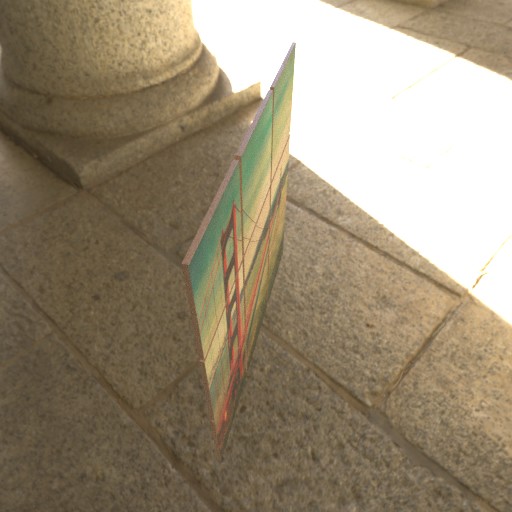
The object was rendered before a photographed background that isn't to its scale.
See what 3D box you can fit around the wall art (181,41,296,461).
[{"bbox_3d":[0.000,0.000,1.782,0.016,1.207,1.217,11,48,10],"label":"wall art"}]
